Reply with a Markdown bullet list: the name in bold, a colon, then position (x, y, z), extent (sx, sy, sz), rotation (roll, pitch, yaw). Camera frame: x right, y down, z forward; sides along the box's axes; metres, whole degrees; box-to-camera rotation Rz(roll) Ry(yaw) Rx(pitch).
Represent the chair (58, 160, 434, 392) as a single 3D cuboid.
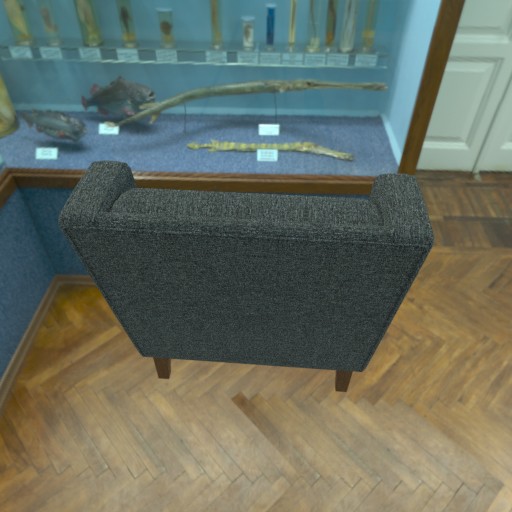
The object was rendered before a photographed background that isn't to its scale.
- **chair**: position (0.000, 0.000, 1.771), extent (0.942, 1.082, 0.927), rotation (3, 44, 3)
